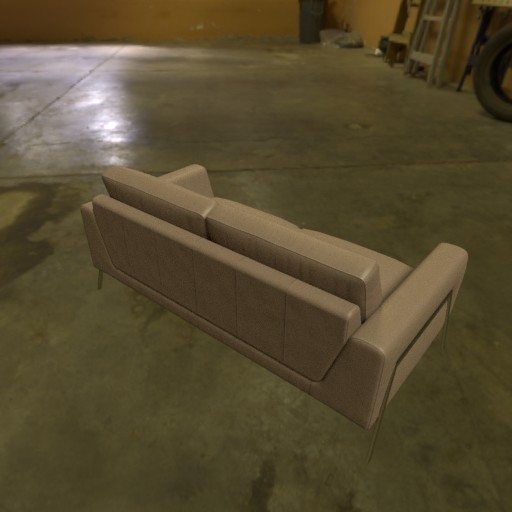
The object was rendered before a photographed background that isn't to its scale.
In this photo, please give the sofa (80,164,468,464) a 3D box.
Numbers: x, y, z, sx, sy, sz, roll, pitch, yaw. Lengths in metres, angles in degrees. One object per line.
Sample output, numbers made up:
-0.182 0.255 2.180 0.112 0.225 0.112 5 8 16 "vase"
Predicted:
0.000 0.000 2.532 2.017 0.875 0.953 23 38 33 "sofa"
